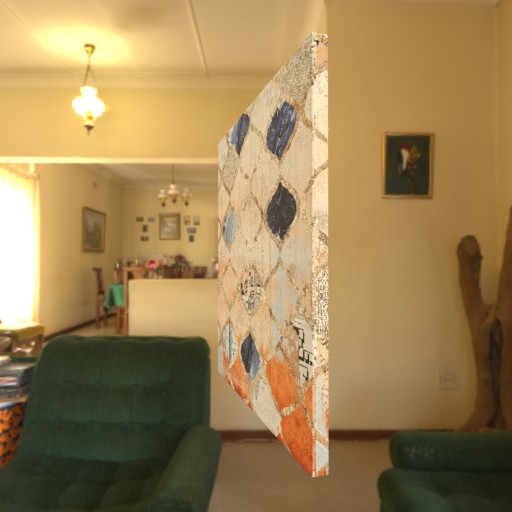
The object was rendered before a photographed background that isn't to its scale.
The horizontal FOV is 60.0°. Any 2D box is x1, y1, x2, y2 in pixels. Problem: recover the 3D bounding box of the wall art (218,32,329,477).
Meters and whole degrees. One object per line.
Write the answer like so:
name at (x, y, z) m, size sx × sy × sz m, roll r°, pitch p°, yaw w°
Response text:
wall art at (0.000, 0.000, 1.343) m, size 0.039 × 0.914 × 0.912 m, roll 0°, pitch -1°, yaw -17°
